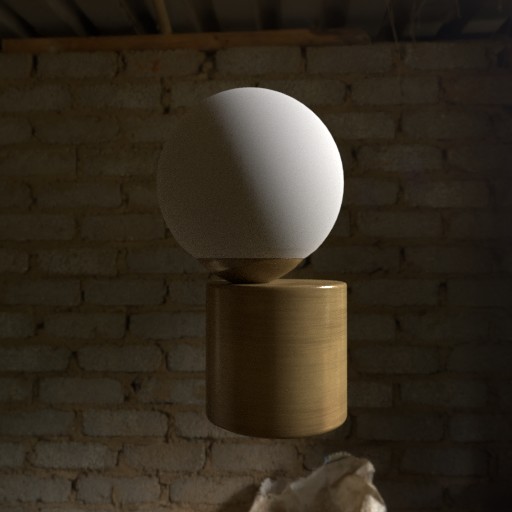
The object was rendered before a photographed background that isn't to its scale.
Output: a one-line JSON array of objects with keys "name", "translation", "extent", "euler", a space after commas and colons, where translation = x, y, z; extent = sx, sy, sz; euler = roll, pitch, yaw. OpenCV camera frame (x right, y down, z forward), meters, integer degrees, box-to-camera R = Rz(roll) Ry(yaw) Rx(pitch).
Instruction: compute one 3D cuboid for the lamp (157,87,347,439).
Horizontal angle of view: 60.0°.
[{"name": "lamp", "translation": [0.000, 0.000, 0.345], "extent": [0.152, 0.250, 0.141], "euler": [0, -1, -36]}]
